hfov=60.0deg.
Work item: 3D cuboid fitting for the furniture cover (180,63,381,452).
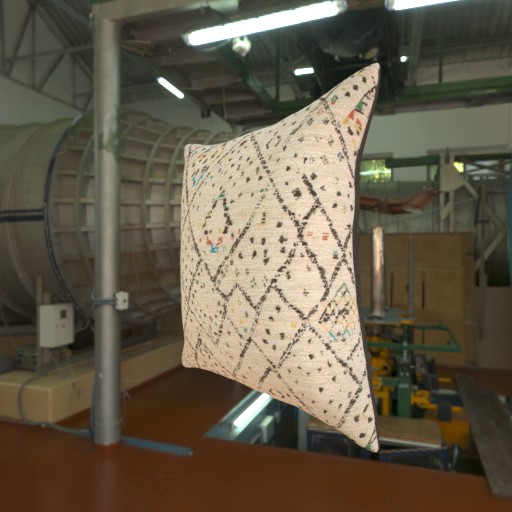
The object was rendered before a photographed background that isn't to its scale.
[{"bbox_3d":[0.000,0.000,0.773,0.180,0.498,0.525,0,0,-37],"label":"furniture cover"}]
